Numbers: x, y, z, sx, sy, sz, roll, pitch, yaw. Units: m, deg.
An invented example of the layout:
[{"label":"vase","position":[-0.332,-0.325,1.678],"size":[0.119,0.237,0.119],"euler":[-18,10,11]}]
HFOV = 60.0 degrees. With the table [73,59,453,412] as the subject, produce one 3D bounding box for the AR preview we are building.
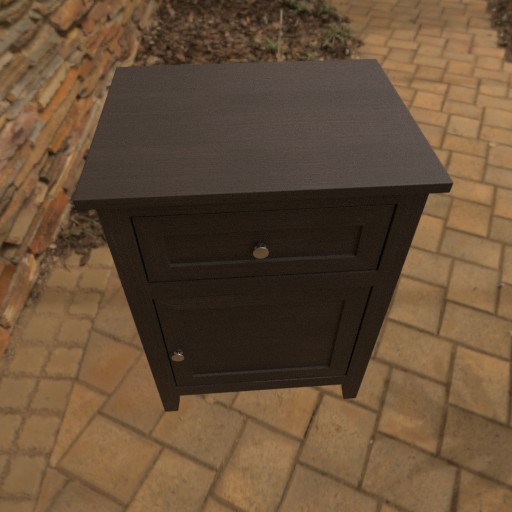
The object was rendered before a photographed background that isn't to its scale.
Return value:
[{"label":"table","position":[0.000,0.000,0.916],"size":[0.480,0.635,0.381],"euler":[-3,47,-3]}]
